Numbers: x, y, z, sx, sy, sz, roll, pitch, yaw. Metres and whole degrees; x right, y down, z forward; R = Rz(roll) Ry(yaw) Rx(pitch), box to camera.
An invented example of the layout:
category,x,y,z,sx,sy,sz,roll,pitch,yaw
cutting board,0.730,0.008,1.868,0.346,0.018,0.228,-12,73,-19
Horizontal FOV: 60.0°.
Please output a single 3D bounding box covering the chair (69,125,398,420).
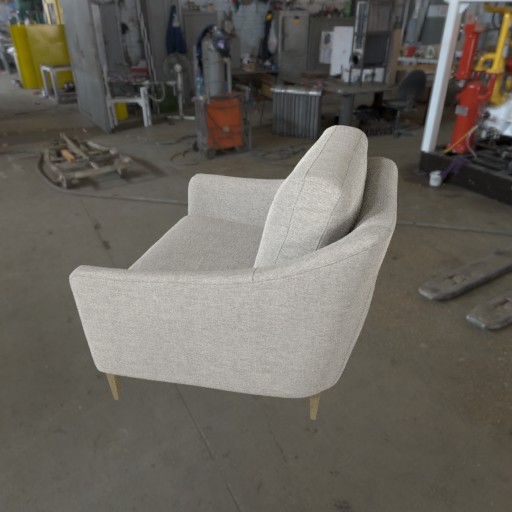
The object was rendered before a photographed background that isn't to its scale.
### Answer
category,x,y,z,sx,sy,sz,roll,pitch,yaw
chair,0.000,0.000,1.717,0.961,0.902,0.986,8,30,14
